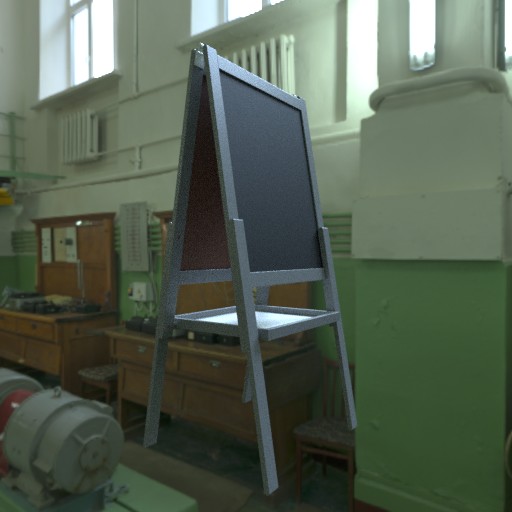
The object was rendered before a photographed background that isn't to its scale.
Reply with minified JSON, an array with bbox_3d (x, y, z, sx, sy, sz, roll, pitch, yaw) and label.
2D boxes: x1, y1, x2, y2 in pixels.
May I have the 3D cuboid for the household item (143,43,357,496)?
[{"bbox_3d":[0.000,0.000,1.433,0.469,1.172,0.531,0,1,36],"label":"household item"}]
